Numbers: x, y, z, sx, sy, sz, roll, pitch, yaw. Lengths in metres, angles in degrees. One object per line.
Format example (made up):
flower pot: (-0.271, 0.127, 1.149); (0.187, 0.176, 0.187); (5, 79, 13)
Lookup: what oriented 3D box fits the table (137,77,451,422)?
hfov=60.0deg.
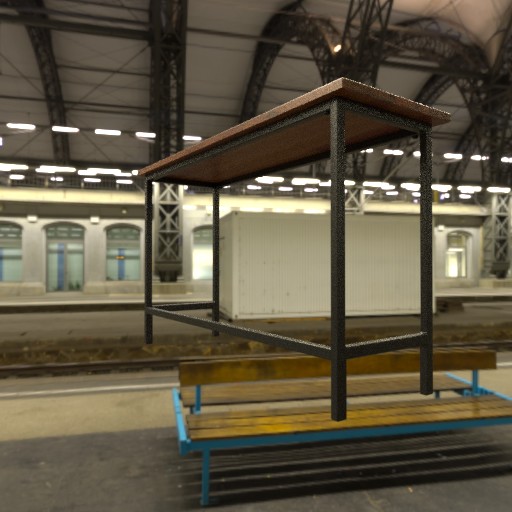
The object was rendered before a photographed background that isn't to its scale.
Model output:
table: (0.000, 0.000, 1.537); (0.408, 0.740, 1.204); (0, -1, -35)
